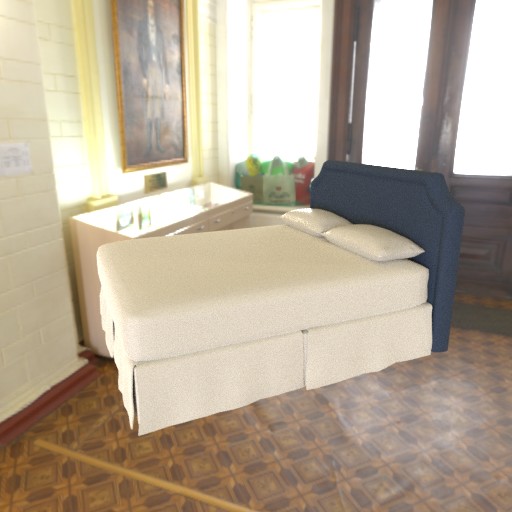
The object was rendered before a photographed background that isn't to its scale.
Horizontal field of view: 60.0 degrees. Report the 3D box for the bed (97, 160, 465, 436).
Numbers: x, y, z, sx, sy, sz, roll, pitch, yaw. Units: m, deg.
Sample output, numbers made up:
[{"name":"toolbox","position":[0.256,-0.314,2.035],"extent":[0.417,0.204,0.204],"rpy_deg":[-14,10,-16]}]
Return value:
[{"name":"bed","position":[0.000,0.000,3.397],"extent":[2.260,1.297,1.831],"rpy_deg":[-7,18,-23]}]
